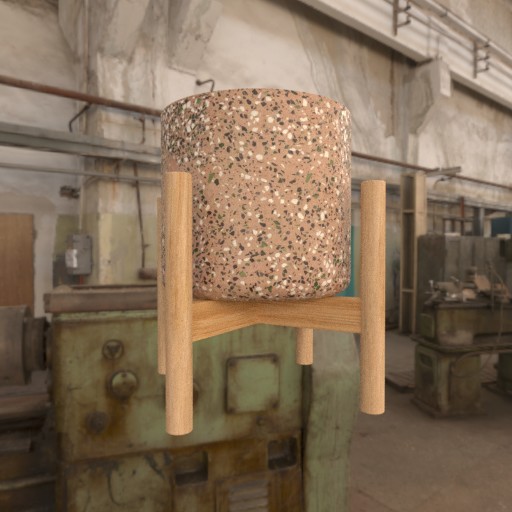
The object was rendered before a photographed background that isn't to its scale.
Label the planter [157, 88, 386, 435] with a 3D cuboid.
[{"bbox_3d":[0.000,0.000,0.531,0.284,0.320,0.284,-1,1,-37],"label":"planter"}]
